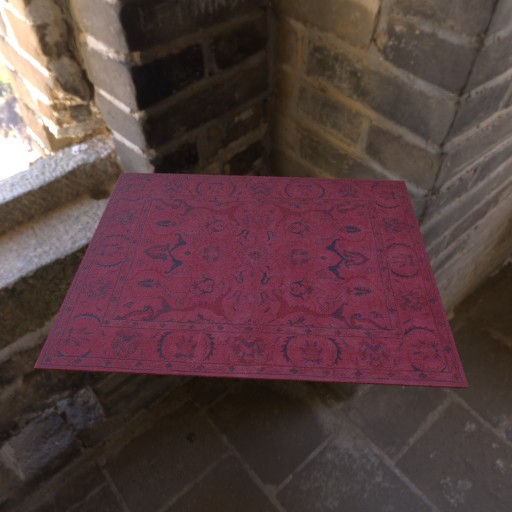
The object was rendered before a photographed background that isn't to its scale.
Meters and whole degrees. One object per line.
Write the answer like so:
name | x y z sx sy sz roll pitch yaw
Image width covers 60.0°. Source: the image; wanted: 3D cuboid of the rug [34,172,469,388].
rug | 0.000 0.000 3.777 2.929 0.012 2.300 2 46 2
